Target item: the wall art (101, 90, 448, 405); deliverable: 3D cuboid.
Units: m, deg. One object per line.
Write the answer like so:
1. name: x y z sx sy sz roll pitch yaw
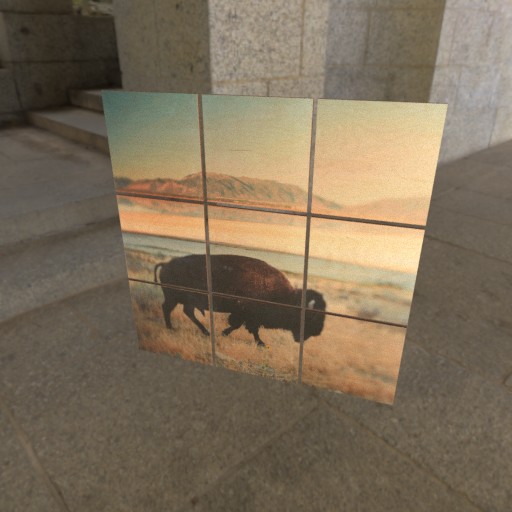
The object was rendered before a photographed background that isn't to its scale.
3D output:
1. wall art: 0.000 0.000 1.781 1.221 1.218 0.019 8 28 16
